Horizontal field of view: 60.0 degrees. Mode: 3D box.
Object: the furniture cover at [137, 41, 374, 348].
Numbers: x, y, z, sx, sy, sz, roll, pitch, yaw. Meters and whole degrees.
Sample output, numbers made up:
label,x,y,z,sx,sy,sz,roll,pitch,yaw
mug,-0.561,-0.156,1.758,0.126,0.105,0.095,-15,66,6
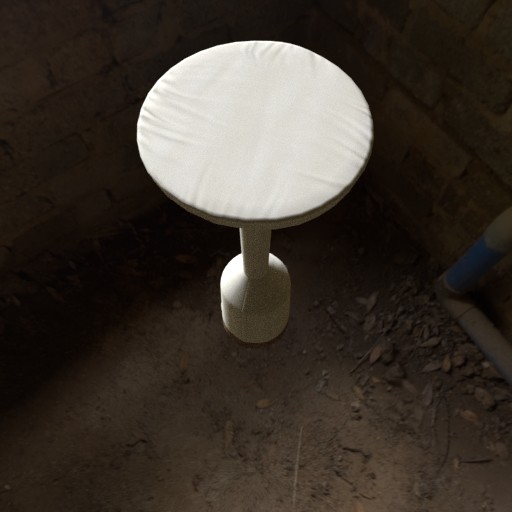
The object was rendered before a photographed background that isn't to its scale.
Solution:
label,x,y,z,sx,sy,sz,roll,pitch,yaw
furniture cover,0.000,0.000,2.797,0.914,2.413,0.914,17,65,8
